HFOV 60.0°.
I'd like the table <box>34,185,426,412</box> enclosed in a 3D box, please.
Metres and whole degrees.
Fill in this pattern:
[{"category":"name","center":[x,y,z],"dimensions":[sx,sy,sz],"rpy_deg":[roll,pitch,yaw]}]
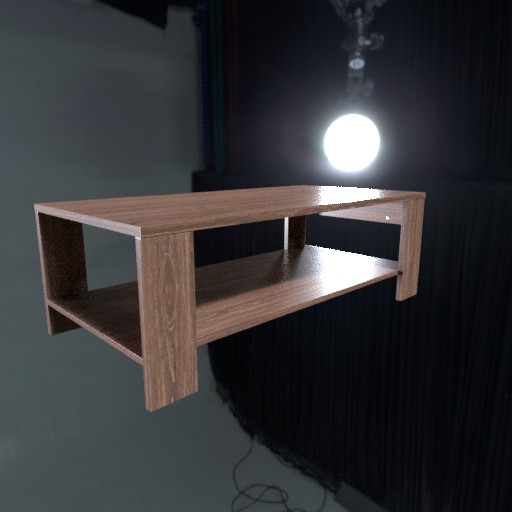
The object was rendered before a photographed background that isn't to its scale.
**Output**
[{"category":"table","center":[0.000,0.000,1.518],"dimensions":[1.200,0.400,0.600],"rpy_deg":[-12,17,-43]}]
